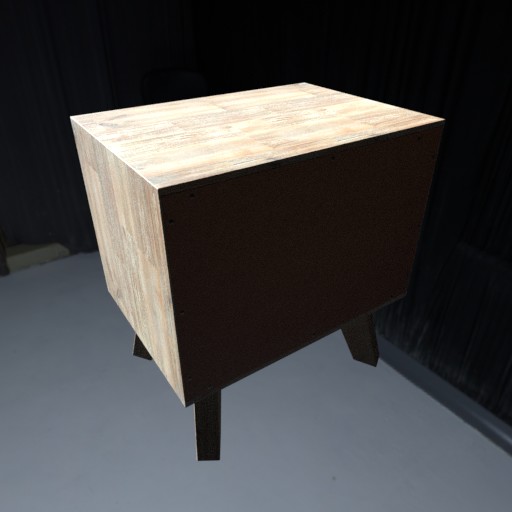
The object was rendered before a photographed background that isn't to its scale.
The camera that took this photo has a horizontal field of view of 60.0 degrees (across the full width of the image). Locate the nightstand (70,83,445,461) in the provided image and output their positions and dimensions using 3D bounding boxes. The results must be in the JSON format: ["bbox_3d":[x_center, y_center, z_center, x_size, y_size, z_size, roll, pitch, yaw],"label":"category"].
[{"bbox_3d":[0.000,0.000,0.957,0.552,0.589,0.396,-20,37,-28],"label":"nightstand"}]
